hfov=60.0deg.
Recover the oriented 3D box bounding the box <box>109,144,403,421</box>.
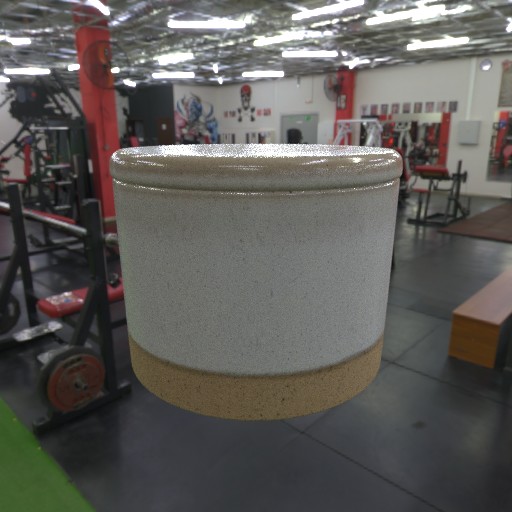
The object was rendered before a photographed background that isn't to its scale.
[{"bbox_3d":[0.000,0.000,0.259,0.154,0.123,0.154,0,16,0],"label":"box"}]
